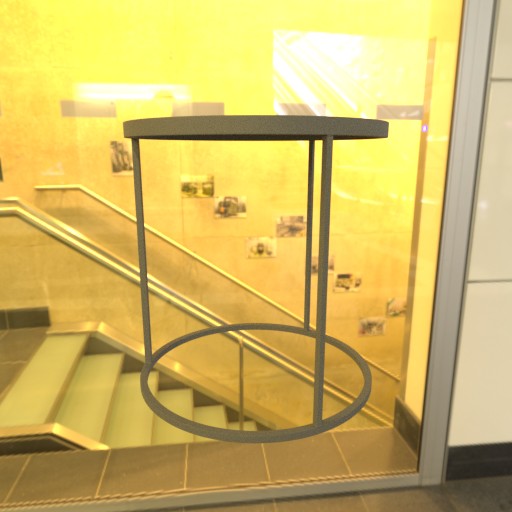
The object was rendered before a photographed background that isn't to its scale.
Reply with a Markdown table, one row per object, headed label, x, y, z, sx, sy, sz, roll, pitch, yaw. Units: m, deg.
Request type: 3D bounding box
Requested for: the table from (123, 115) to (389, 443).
| label | x | y | z | sx | sy | sz | roll | pitch | yaw |
| --- | --- | --- | --- | --- | --- | --- | --- | --- | --- |
| table | 0.000 | 0.000 | 0.872 | 0.470 | 0.498 | 0.470 | 0 | 13 | 0 |
